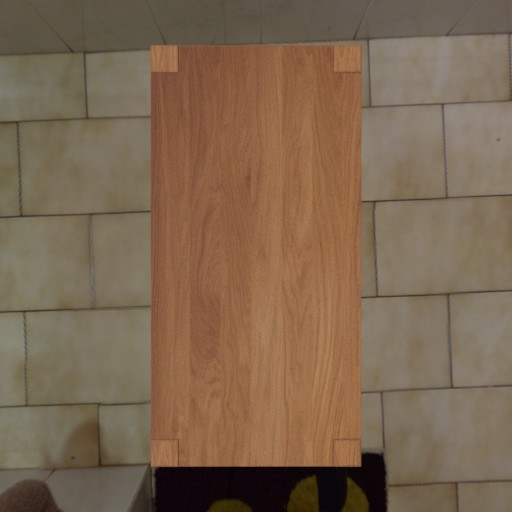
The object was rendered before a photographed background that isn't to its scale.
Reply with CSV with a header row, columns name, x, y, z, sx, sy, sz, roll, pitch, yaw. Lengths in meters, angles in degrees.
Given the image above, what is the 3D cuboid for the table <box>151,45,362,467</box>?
name,x,y,z,sx,sy,sz,roll,pitch,yaw
table,0.000,0.000,2.270,0.900,0.760,1.800,0,90,0
